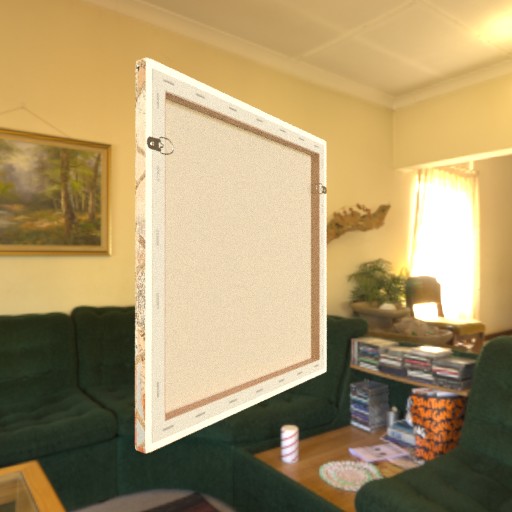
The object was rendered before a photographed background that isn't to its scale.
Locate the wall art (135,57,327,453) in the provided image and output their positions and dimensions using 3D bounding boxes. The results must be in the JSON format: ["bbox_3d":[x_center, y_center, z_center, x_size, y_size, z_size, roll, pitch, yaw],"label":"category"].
[{"bbox_3d":[0.000,0.000,1.393,0.039,0.914,0.912,0,0,36],"label":"wall art"}]
